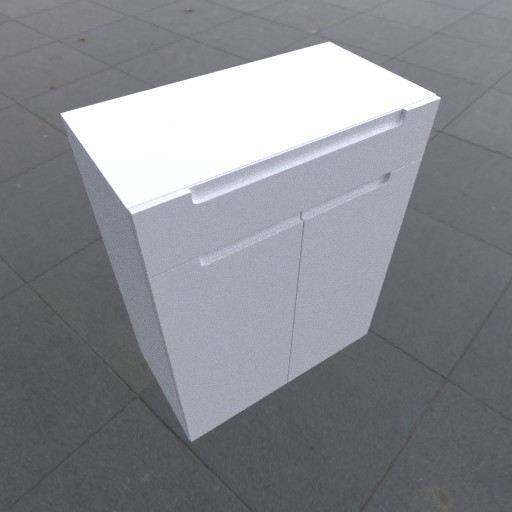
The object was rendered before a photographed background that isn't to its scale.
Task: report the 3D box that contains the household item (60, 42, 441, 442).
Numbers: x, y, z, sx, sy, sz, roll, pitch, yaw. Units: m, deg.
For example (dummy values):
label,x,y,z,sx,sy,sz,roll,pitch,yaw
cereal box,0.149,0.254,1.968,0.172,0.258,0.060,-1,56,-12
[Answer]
label,x,y,z,sx,sy,sz,roll,pitch,yaw
household item,0.000,0.000,1.396,0.790,1.010,0.420,-25,51,-22
